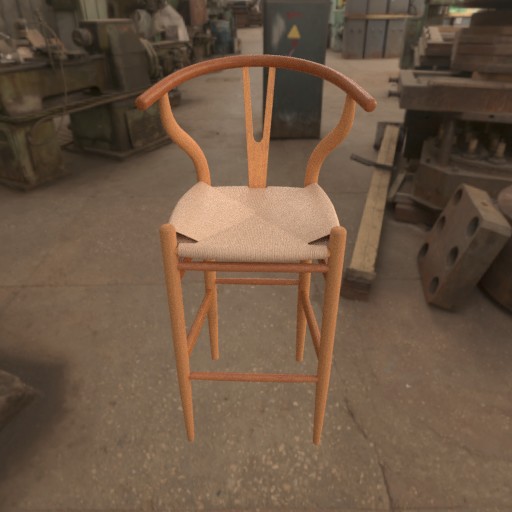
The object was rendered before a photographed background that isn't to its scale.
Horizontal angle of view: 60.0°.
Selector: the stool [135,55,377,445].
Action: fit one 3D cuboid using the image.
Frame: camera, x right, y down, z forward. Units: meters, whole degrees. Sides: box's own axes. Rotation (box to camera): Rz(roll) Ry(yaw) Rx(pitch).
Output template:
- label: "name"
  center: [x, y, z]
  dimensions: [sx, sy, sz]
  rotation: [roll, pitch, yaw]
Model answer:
- label: "stool"
  center: [0.000, 0.000, 1.352]
  dimensions: [0.574, 1.068, 0.561]
  rotation: [1, 31, 2]
